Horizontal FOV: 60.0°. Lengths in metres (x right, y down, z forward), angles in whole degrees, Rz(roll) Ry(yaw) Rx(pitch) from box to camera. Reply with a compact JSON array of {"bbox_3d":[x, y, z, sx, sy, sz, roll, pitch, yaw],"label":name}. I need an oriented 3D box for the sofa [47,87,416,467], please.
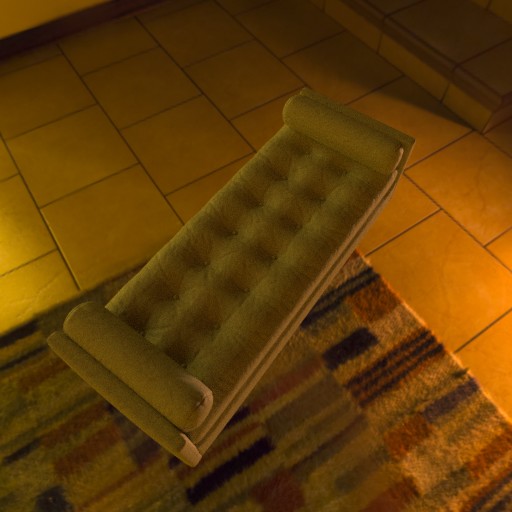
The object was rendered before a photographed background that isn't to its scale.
[{"bbox_3d":[0.000,0.000,2.495,0.796,0.705,2.102,32,64,18],"label":"sofa"}]
